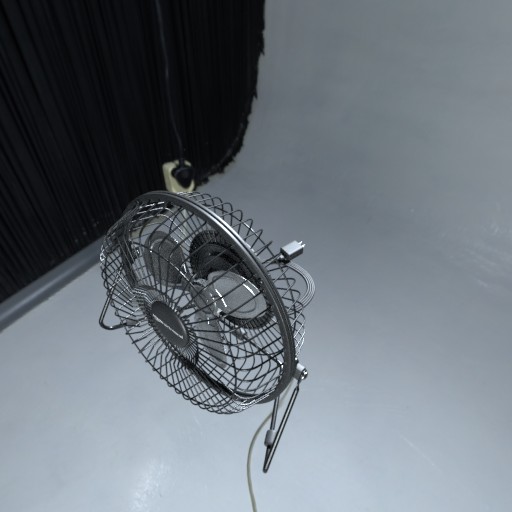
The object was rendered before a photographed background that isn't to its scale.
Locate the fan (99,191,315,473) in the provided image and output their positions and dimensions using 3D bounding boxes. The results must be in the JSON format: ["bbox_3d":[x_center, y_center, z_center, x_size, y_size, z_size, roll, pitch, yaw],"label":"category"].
[{"bbox_3d":[0.000,0.000,0.381,0.209,0.188,0.227,32,54,26],"label":"fan"}]
